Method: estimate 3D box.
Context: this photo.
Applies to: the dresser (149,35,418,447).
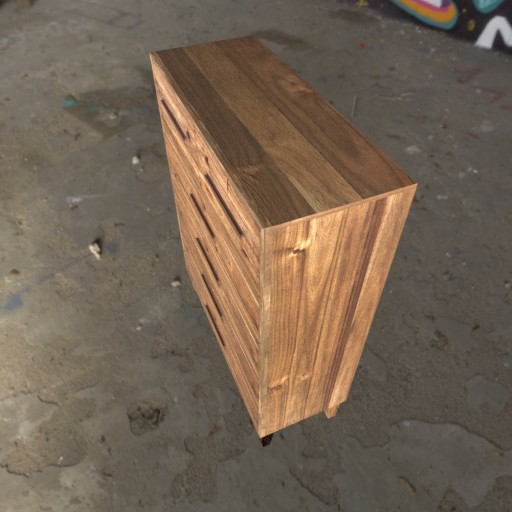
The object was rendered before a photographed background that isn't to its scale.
[{"bbox_3d":[0.000,0.000,1.908,0.442,1.393,1.062,-17,49,-16],"label":"dresser"}]
